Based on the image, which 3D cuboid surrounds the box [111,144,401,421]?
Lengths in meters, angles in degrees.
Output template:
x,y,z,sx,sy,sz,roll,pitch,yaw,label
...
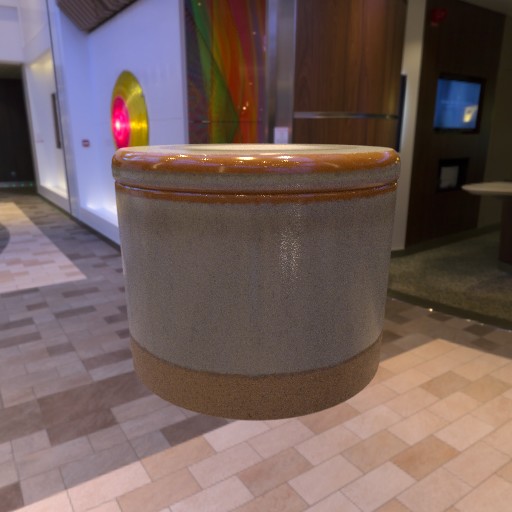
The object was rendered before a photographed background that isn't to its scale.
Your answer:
x,y,z,sx,sy,sz,roll,pitch,yaw,label
0.000,0.000,0.209,0.123,0.100,0.123,0,16,0,box
